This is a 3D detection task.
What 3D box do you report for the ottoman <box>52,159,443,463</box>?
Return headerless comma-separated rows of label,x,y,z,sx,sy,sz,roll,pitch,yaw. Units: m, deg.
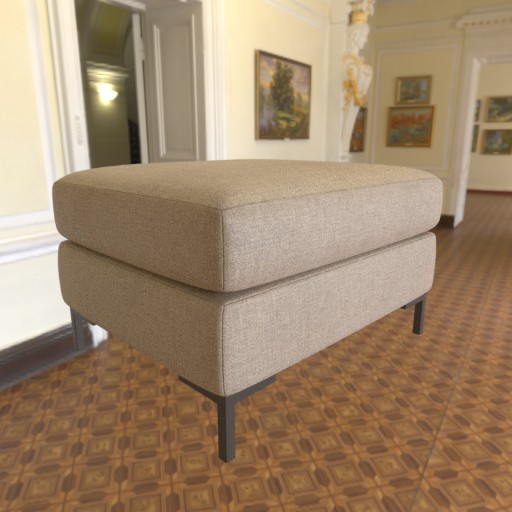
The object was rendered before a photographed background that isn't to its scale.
ottoman,0.000,0.000,1.180,0.671,0.490,0.820,14,20,43
